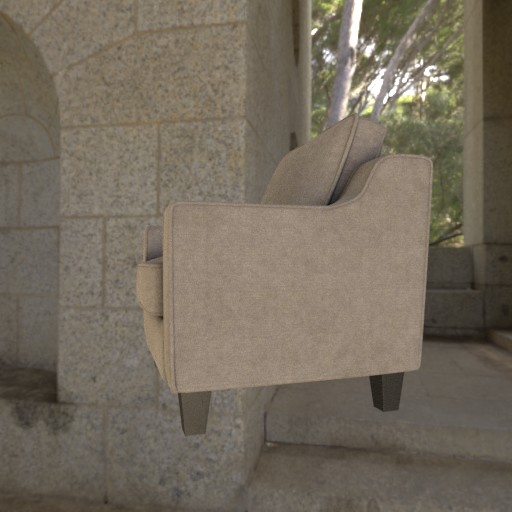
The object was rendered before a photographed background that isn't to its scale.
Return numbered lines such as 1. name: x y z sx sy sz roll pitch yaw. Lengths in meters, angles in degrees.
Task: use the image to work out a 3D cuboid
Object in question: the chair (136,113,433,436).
1. chair: 0.000 0.000 1.649 0.840 0.944 0.926 0 -1 -18
